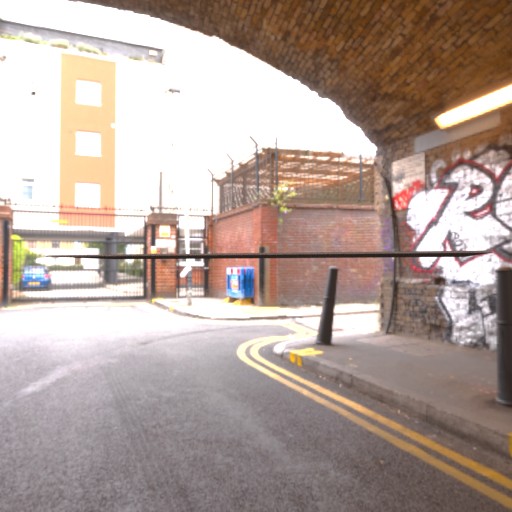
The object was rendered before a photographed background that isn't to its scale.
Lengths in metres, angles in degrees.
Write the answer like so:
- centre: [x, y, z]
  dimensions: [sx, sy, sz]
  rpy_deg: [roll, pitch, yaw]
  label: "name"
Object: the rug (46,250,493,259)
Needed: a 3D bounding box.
- centre: [0.000, 0.000, 2.418]
  dimensions: [2.196, 0.011, 0.662]
  rpy_deg: [0, -2, 16]
  label: "rug"
